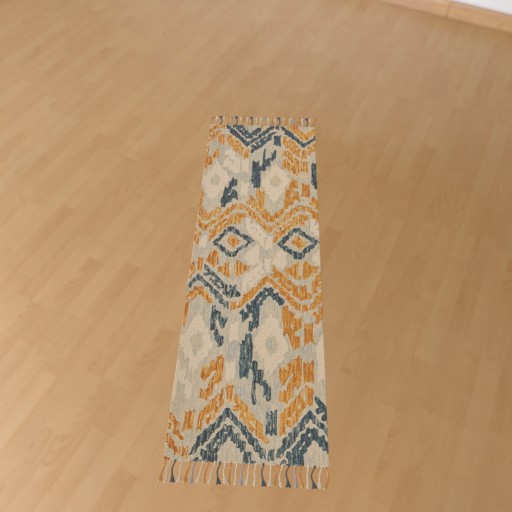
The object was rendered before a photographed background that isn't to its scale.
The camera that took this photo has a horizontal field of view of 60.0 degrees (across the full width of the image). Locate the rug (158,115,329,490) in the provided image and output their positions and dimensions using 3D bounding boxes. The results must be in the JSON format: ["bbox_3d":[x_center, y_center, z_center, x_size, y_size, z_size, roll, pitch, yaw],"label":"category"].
[{"bbox_3d":[0.000,0.000,2.625,0.783,0.010,2.437,2,58,1],"label":"rug"}]
